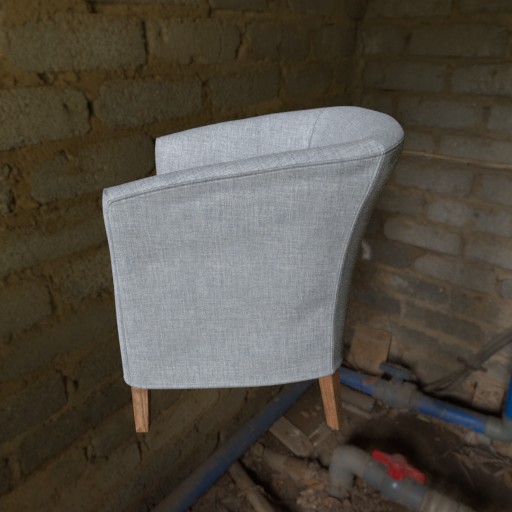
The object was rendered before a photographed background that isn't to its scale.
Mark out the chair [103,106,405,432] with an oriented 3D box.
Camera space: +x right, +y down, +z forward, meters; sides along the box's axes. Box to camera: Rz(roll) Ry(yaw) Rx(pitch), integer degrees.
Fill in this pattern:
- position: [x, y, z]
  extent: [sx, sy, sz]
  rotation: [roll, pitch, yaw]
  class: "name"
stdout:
- position: [0.000, 0.000, 1.255]
  extent: [0.668, 0.771, 0.600]
  rotation: [0, 26, 0]
  class: "chair"
